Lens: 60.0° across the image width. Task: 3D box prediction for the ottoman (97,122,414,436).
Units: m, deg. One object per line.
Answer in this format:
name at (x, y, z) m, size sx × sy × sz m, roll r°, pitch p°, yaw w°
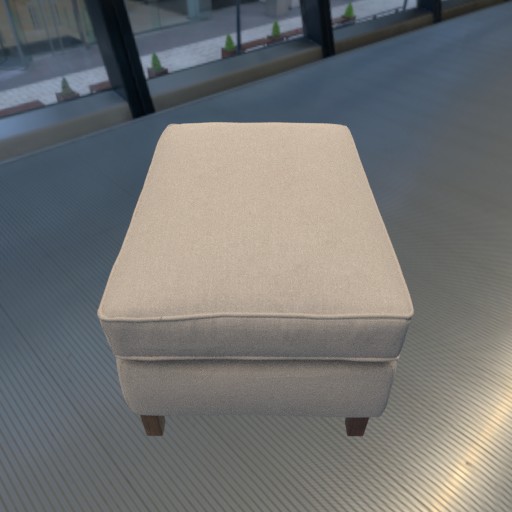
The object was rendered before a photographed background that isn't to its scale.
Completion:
ottoman at (0.000, 0.000, 0.978) m, size 0.501 × 0.456 × 0.665 m, roll 0°, pitch 40°, yaw 0°
